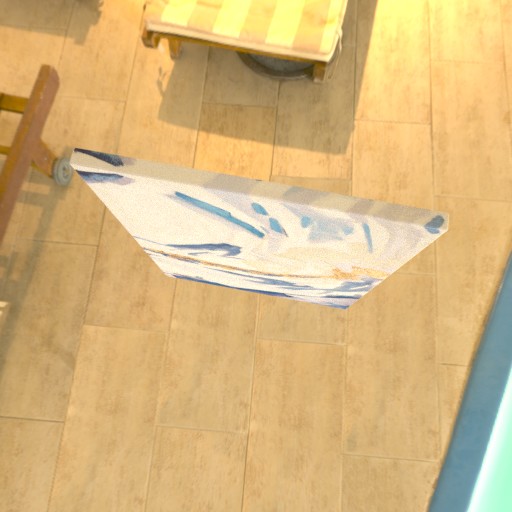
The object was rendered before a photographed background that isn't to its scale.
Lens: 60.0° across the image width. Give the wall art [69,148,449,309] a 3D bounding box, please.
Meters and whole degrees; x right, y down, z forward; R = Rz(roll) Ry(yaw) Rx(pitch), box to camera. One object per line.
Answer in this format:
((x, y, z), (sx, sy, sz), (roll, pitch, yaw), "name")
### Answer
((0.000, 0.000, 1.366), (0.761, 1.015, 0.038), (10, 75, 3), "wall art")
